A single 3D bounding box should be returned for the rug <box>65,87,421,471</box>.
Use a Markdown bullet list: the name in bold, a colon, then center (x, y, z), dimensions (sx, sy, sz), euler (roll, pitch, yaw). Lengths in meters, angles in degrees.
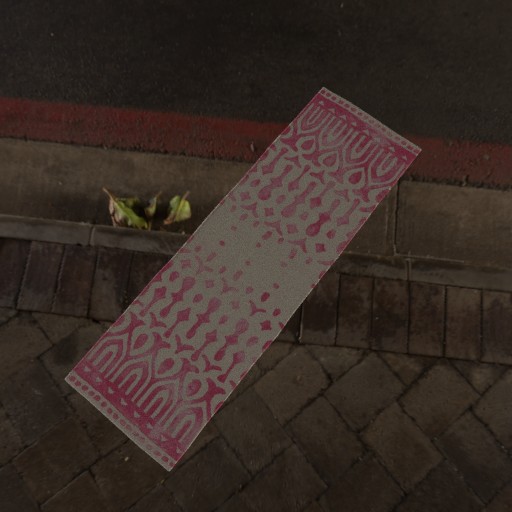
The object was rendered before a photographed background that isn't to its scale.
- **rug**: center (0.000, 0.000, 2.672), dimensions (0.787, 0.011, 2.458), euler (38, 78, 10)
